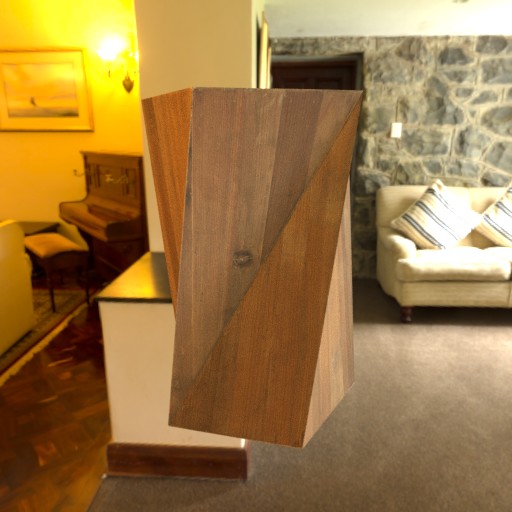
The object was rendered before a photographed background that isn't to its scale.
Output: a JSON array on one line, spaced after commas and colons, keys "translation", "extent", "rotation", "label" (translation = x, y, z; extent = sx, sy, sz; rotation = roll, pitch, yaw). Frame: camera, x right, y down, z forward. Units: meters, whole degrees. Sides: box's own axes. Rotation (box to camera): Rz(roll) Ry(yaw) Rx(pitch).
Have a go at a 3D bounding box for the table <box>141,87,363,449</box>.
[{"translation": [0.000, 0.000, 0.899], "extent": [0.441, 0.604, 0.425], "rotation": [14, 20, 42], "label": "table"}]
